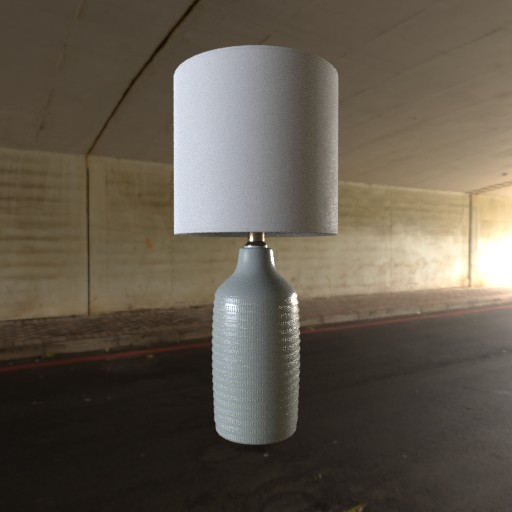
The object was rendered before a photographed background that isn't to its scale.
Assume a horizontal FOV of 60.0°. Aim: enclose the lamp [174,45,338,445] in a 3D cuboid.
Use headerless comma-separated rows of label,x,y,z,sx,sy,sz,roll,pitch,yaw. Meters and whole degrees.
lamp,0.000,0.000,0.608,0.220,0.475,0.220,0,1,1
